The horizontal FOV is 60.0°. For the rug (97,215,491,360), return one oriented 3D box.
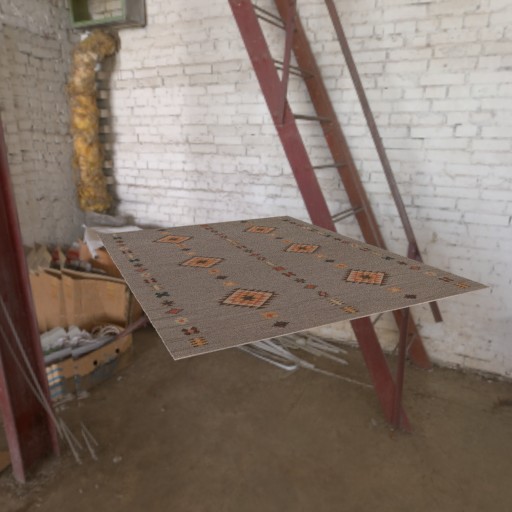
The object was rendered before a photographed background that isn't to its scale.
[{"bbox_3d":[0.000,0.000,4.103,2.425,0.008,3.035,-8,18,-25],"label":"rug"}]
